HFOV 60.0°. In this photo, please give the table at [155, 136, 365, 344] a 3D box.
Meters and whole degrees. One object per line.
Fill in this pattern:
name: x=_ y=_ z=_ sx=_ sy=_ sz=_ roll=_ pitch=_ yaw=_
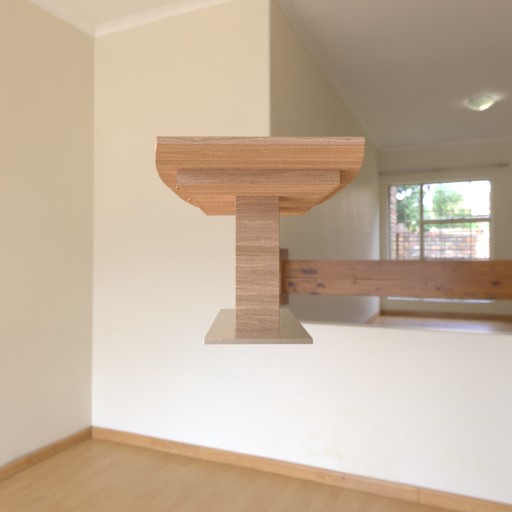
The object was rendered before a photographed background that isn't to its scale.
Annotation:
table: x=0.000 y=0.000 z=2.429 sx=0.900 sy=0.750 sz=2.032 roll=0 pitch=0 yaw=-1
